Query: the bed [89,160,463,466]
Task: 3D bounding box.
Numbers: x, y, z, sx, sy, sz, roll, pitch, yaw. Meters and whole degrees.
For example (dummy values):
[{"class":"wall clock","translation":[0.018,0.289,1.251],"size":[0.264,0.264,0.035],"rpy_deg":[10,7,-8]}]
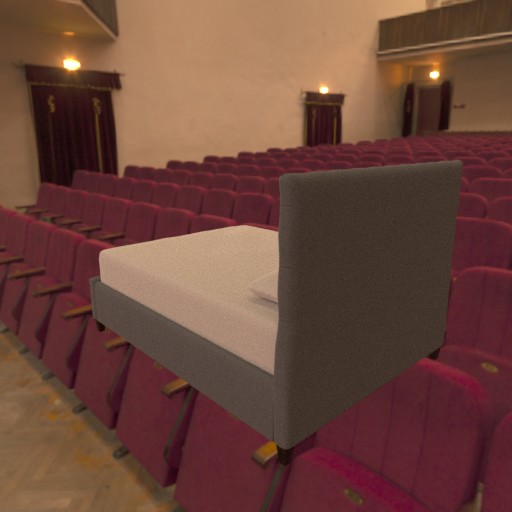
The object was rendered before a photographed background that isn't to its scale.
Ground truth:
[{"class":"bed","translation":[0.000,0.000,3.309],"size":[1.698,1.427,2.231],"rpy_deg":[-14,20,-41]}]
